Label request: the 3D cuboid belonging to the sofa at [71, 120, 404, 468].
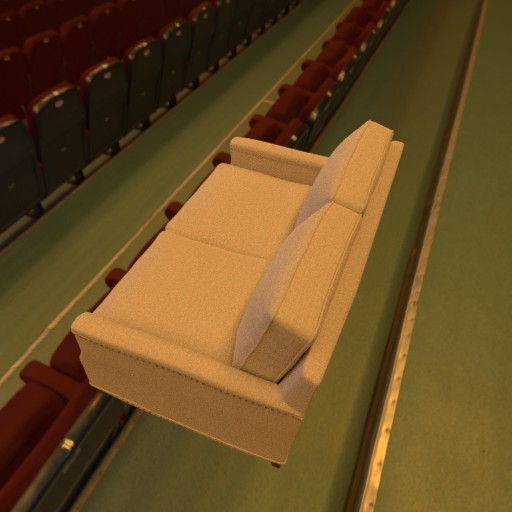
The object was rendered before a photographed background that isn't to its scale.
[{"bbox_3d":[0.000,0.000,2.232,1.084,1.003,1.597,17,48,16],"label":"sofa"}]
